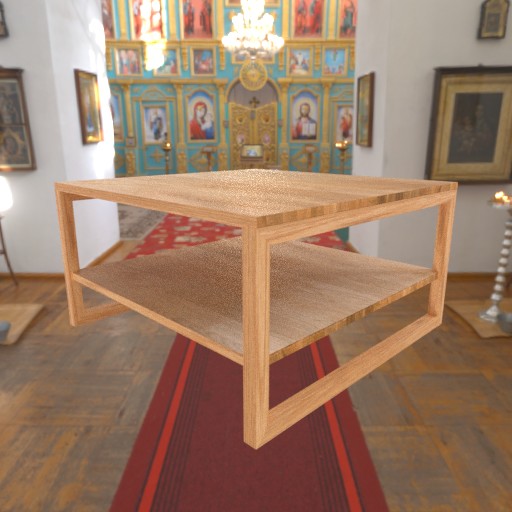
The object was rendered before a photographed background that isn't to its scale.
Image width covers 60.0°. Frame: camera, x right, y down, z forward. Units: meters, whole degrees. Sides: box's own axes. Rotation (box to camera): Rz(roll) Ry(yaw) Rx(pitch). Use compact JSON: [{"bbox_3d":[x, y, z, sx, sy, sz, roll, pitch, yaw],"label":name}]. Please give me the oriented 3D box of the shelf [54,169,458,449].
[{"bbox_3d":[0.000,0.000,1.455,0.899,0.480,0.899,14,21,43],"label":"shelf"}]
